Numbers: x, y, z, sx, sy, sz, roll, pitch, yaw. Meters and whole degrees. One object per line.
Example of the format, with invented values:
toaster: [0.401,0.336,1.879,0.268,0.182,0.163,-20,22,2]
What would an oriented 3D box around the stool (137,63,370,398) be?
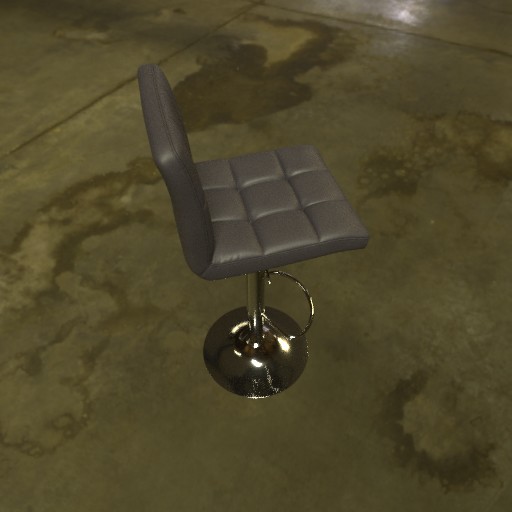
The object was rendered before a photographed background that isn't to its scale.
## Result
stool: [0.000,0.000,1.387,0.505,1.115,0.430,-11,49,-10]
